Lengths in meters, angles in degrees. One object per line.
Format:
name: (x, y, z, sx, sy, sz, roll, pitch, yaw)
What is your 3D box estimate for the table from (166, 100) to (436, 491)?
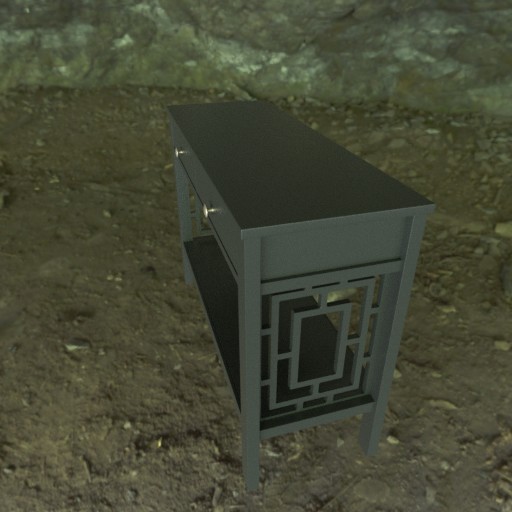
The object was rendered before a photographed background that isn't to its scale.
table: (0.000, 0.000, 1.426, 0.397, 0.753, 1.068, -9, 31, -14)
